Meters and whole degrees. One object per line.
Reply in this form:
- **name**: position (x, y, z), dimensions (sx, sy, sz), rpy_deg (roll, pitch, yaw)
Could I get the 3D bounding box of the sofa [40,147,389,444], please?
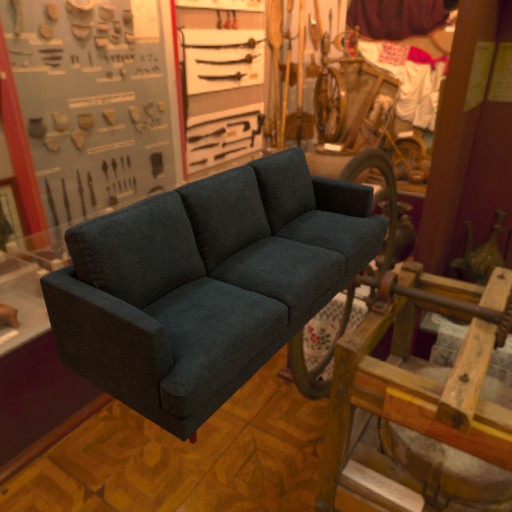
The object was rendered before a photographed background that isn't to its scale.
- **sofa**: position (0.000, 0.000, 2.715), dimensions (0.903, 0.930, 2.246), rpy_deg (17, 31, 31)
